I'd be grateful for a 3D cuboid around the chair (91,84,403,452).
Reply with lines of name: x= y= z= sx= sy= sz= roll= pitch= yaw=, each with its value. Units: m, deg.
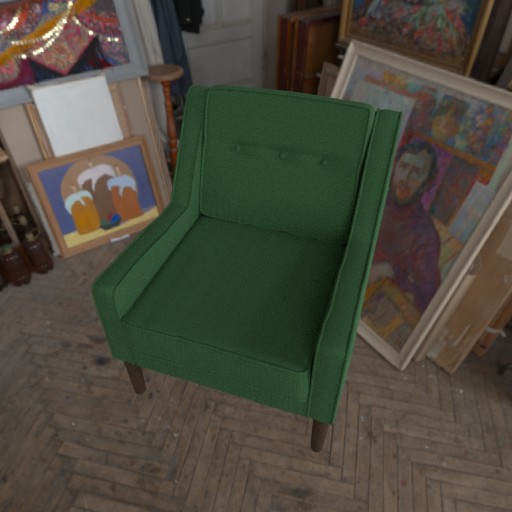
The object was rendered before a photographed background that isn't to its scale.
chair: x=0.000 y=0.000 z=1.324 sx=0.663 sy=0.792 sz=0.743 roll=13 pitch=42 yaw=14
